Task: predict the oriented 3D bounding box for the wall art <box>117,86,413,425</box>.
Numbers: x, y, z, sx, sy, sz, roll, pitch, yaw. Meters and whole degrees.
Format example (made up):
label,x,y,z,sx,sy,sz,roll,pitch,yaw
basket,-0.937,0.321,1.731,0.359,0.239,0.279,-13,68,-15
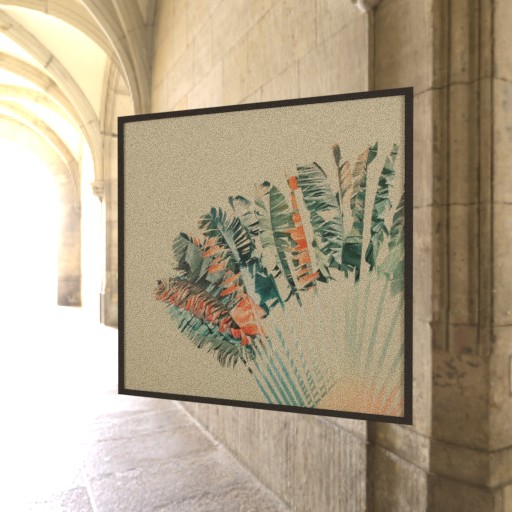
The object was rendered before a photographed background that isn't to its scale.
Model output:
label,x,y,z,sx,sy,sz,roll,pitch,yaw
wall art,0.000,0.000,0.454,0.302,0.300,0.036,0,0,17
